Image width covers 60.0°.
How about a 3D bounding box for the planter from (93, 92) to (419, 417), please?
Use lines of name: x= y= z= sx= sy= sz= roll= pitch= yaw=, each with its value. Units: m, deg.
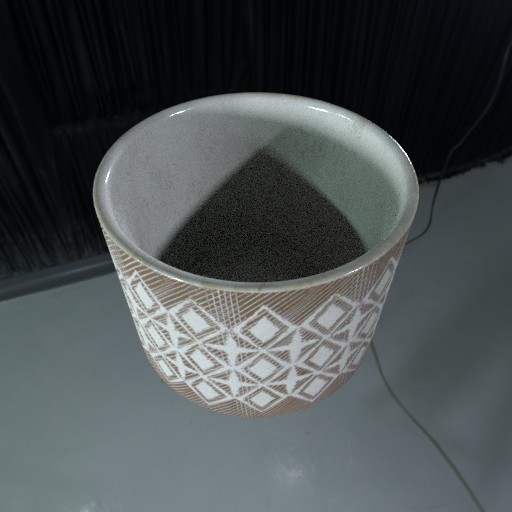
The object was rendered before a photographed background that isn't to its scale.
planter: x=0.000 y=0.000 z=0.215 sx=0.126 sy=0.104 sz=0.126 roll=0 pitch=47 yaw=0
